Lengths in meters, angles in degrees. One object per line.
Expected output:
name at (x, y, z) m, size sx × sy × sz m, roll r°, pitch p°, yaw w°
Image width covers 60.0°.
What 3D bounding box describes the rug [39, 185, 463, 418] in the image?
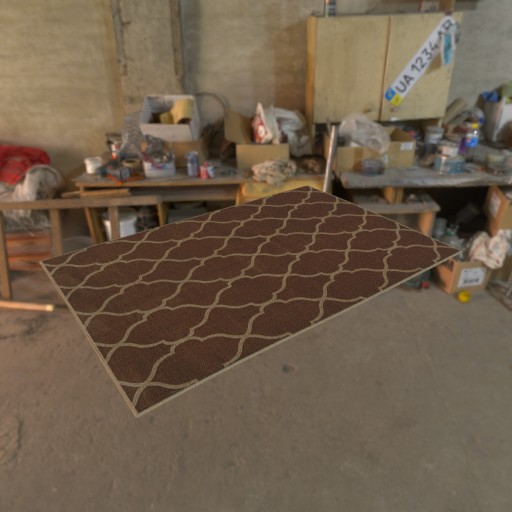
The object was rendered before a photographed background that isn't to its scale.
rug at (0.000, 0.000, 2.867) m, size 2.294 × 0.014 × 1.528 m, roll -20°, pitch 35°, yaw -31°
